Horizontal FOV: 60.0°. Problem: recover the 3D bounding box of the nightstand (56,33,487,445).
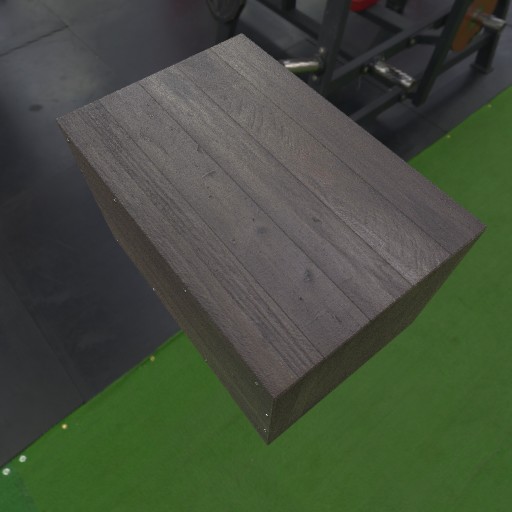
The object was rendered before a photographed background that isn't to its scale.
[{"bbox_3d":[0.000,0.000,1.024,0.450,0.599,0.650,-34,65,-18],"label":"nightstand"}]
